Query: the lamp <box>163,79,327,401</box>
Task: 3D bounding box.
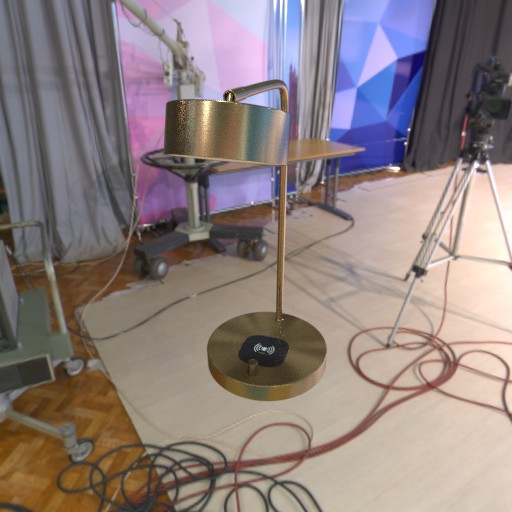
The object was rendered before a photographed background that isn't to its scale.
[{"bbox_3d":[0.000,0.000,0.519,0.171,0.380,0.270,8,27,16],"label":"lamp"}]
